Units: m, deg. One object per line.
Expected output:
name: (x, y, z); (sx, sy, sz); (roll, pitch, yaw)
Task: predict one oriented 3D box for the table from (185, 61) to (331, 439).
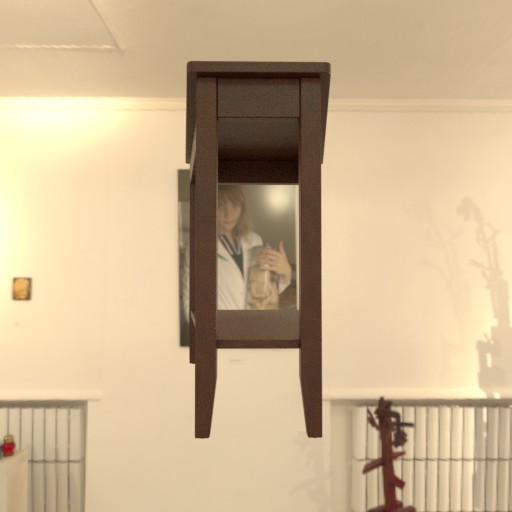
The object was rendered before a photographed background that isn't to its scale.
table: (0.000, 0.000, 0.984); (0.399, 0.589, 0.605); (0, -2, -1)
